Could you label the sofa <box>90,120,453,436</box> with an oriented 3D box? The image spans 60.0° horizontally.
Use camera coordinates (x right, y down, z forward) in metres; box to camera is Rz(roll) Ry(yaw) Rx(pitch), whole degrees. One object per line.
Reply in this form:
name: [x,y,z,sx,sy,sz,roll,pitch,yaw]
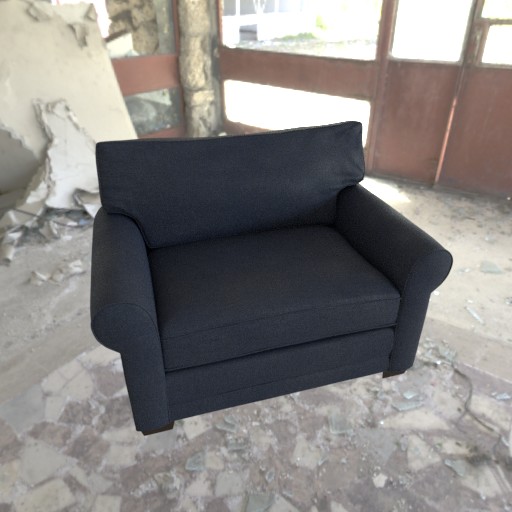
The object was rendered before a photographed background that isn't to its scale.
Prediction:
sofa: [0.000,0.000,2.038,1.405,1.004,0.938,-9,32,-14]
